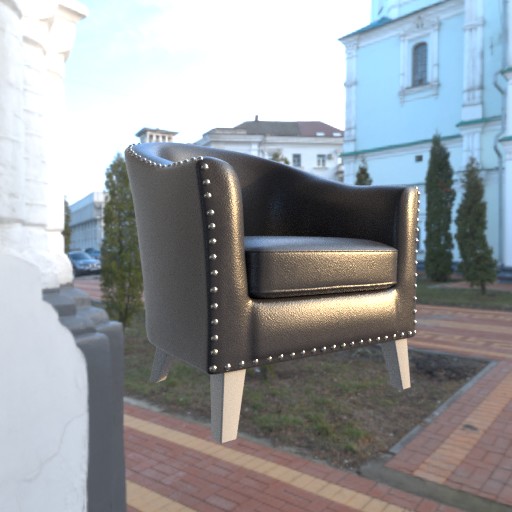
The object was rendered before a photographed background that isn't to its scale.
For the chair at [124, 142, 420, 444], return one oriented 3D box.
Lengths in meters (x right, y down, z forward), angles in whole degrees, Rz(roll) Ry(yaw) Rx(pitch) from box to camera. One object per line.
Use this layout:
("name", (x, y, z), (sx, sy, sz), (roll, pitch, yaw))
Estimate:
("chair", (0.000, 0.000, 1.440), (0.794, 0.823, 0.748), (-1, 1, -36))
